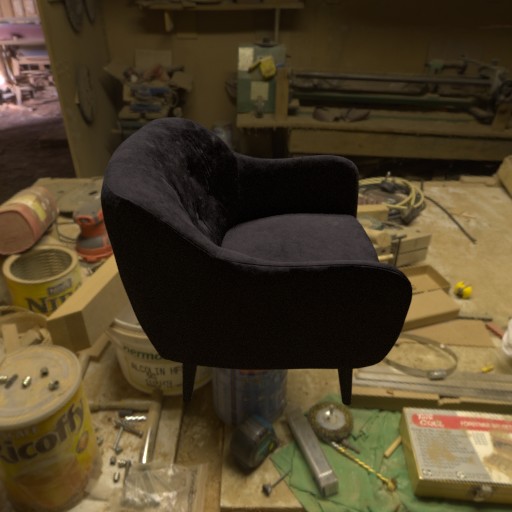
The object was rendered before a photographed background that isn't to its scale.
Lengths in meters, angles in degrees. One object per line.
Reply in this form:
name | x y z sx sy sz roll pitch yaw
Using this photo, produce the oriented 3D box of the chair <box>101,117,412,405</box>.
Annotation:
chair | 0.000 0.000 1.517 0.819 0.807 0.840 1 32 1
